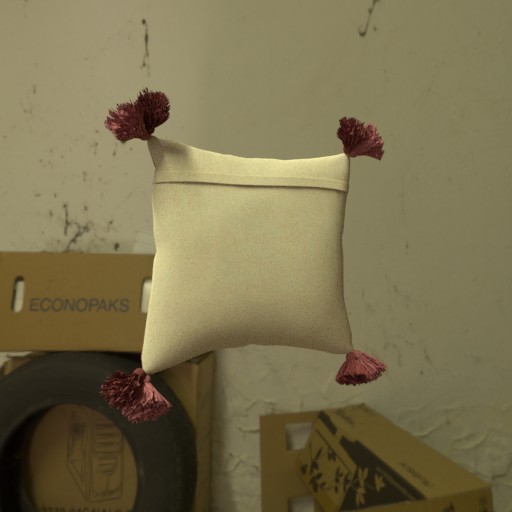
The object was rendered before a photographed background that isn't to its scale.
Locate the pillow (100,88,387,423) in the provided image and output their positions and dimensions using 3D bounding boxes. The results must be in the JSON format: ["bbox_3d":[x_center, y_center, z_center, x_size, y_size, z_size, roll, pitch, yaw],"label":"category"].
[{"bbox_3d":[0.000,0.000,0.971,0.641,0.659,0.138,0,-1,-18],"label":"pillow"}]
